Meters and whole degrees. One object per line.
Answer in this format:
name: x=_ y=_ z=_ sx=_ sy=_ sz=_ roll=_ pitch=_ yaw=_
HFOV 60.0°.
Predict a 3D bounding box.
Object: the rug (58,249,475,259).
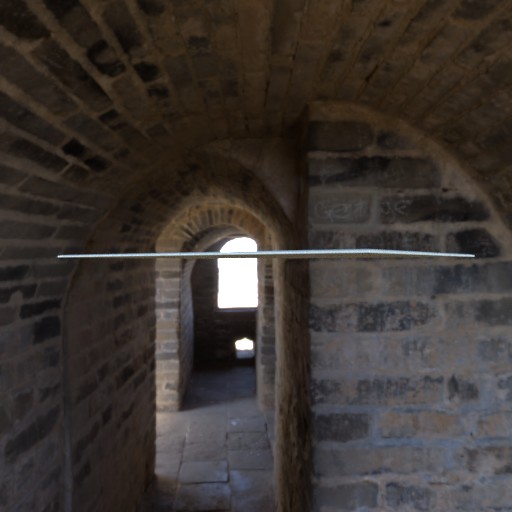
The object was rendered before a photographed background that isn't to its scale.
rug: x=0.000 y=0.000 z=3.483 sx=2.746 sy=0.018 sz=1.819 roll=-1 pitch=-1 yaw=39
